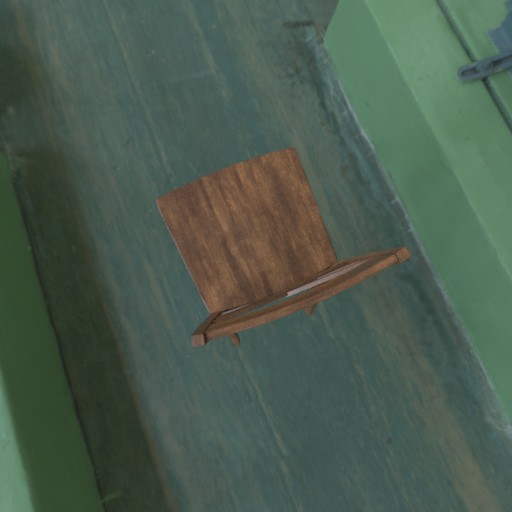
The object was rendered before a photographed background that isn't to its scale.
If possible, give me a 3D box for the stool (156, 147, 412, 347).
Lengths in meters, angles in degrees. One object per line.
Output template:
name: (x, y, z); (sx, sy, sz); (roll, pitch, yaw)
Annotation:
stool: (0.000, 0.000, 1.383); (0.433, 1.105, 0.487); (-22, 78, -5)
